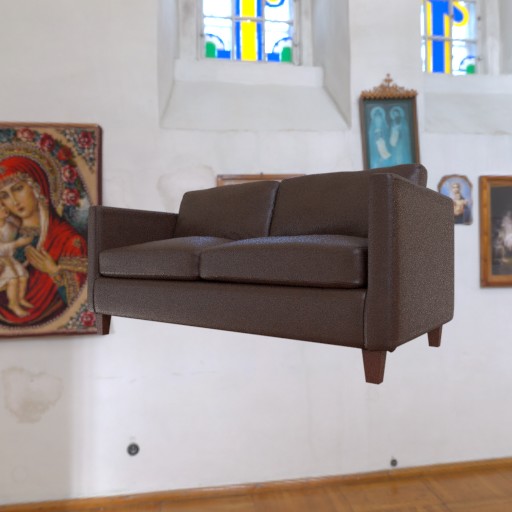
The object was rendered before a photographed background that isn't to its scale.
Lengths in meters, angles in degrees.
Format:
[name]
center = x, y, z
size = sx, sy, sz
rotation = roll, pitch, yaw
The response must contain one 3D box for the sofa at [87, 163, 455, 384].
[sofa]
center = 0.000, 0.000, 2.464
size = 1.883, 0.933, 0.951
rotation = 0, 0, 36
